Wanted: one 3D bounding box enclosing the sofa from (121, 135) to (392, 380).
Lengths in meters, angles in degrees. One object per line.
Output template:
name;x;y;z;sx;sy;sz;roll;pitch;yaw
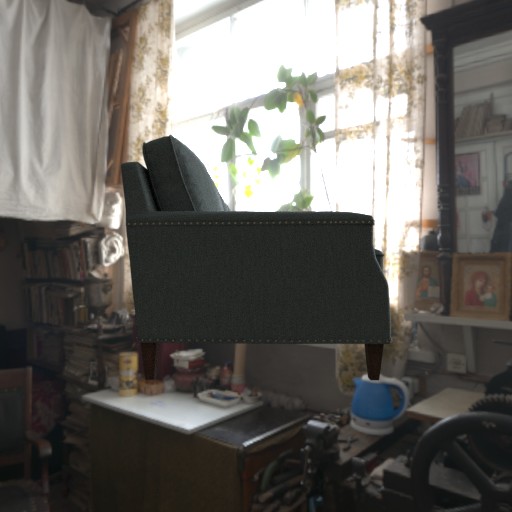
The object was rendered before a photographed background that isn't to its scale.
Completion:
sofa;0.000;0.000;2.816;1.084;1.003;2.246;0;-1;0
